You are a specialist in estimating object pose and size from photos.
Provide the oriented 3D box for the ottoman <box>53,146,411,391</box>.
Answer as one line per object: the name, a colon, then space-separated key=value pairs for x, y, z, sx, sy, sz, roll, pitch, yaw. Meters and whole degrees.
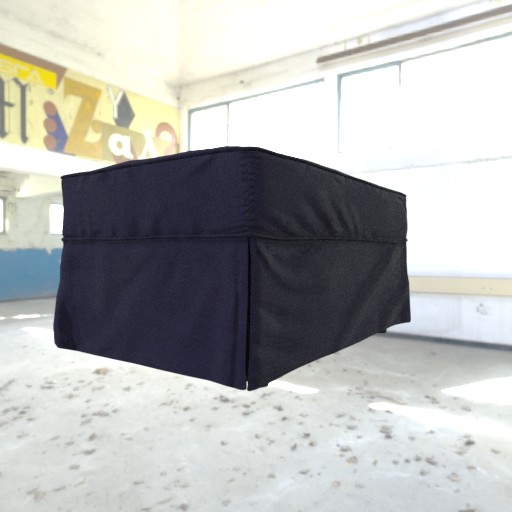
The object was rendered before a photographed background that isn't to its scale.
ottoman: x=0.000 y=0.000 z=1.304 sx=0.637 sy=0.503 sz=0.938 roll=1 pitch=1 yaw=36
